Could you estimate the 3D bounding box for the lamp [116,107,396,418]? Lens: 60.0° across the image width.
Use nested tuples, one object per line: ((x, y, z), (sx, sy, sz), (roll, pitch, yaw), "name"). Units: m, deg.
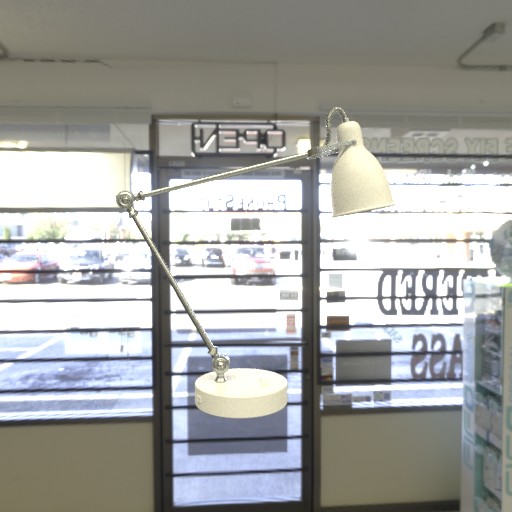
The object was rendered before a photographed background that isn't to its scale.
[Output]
((0.000, 0.000, 0.892), (0.561, 0.587, 0.187), (0, 2, -2), "lamp")
